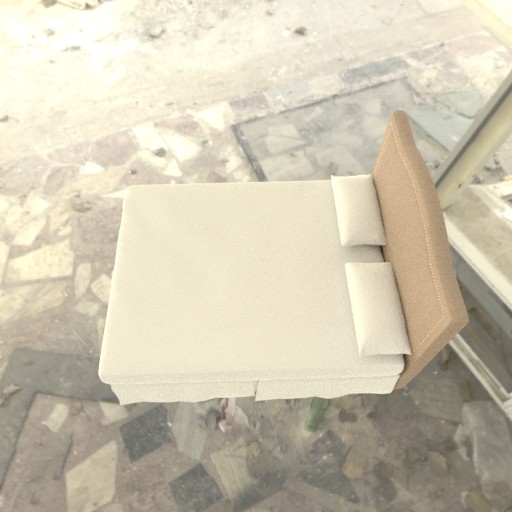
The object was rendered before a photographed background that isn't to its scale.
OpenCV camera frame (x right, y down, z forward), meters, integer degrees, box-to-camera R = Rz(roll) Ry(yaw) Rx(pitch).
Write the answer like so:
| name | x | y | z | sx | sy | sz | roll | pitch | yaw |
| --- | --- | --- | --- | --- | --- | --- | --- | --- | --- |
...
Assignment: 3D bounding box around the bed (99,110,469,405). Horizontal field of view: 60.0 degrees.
| name | x | y | z | sx | sy | sz | roll | pitch | yaw |
| --- | --- | --- | --- | --- | --- | --- | --- | --- | --- |
| bed | 0.000 | 0.000 | 3.368 | 2.282 | 1.436 | 1.821 | -2 | 58 | -1 |
